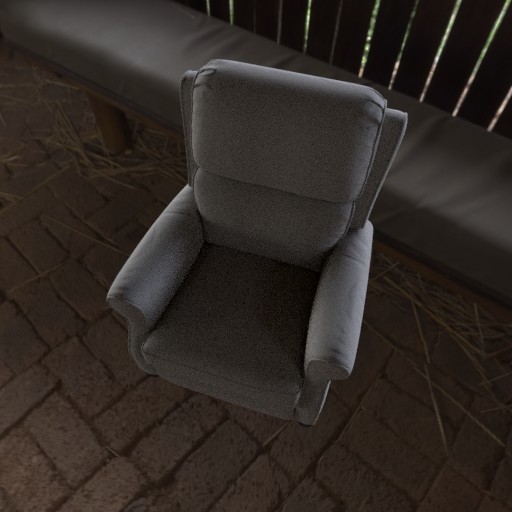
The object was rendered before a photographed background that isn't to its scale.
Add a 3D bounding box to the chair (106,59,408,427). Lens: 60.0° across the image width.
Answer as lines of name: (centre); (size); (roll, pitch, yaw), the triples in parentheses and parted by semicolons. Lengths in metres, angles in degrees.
chair: (0.000, 0.000, 1.678); (0.859, 1.046, 0.919); (15, 57, 10)
